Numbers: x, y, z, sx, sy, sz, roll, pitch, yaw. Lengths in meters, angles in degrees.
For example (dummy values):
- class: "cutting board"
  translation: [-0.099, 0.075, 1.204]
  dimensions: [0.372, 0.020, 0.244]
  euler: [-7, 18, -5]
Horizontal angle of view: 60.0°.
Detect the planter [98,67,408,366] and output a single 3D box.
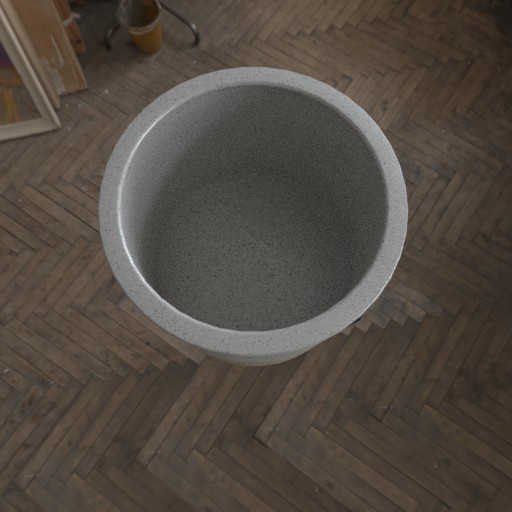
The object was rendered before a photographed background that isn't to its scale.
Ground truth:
- class: "planter"
  translation: [0.000, 0.000, 0.738]
  dimensions: [0.368, 0.484, 0.359]
  euler: [40, 78, 10]
